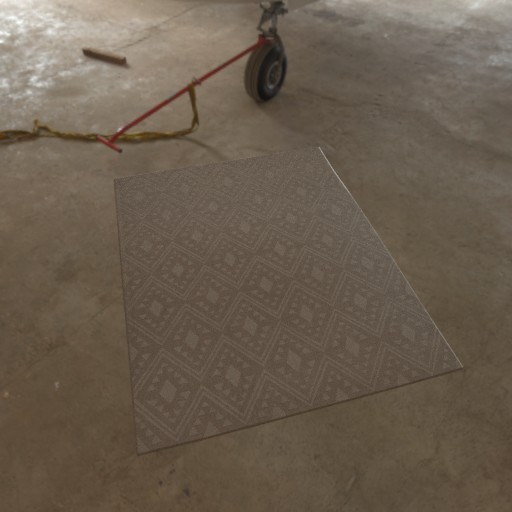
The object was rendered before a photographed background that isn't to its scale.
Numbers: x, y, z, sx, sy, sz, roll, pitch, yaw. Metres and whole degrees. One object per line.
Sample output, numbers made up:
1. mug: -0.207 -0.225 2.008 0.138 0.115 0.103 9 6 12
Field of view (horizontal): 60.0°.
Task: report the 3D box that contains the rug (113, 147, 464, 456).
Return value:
1. rug: 0.000 0.000 4.050 2.399 0.054 3.011 -11 48 -10
